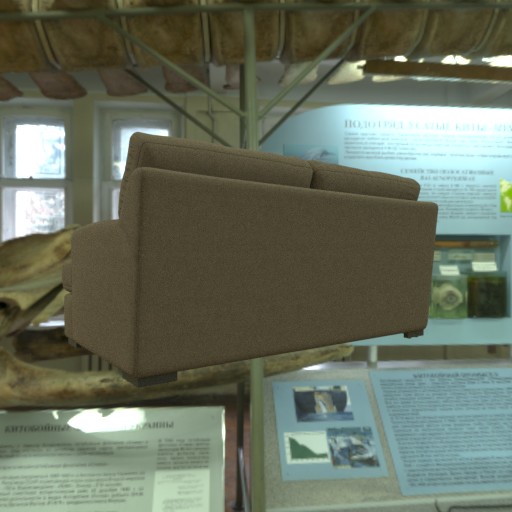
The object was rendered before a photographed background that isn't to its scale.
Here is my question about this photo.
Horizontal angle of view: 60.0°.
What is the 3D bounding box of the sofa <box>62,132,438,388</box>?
[{"bbox_3d":[0.000,0.000,2.473,1.869,0.950,1.140,0,0,-36],"label":"sofa"}]
